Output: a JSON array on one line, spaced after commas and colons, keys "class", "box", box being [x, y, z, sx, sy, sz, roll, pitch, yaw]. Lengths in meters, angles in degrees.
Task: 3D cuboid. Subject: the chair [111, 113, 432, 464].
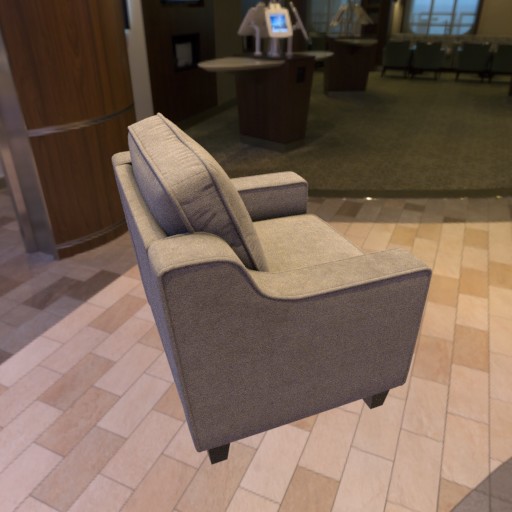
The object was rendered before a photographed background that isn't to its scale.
[{"class": "chair", "box": [0.000, 0.000, 1.607, 0.840, 0.944, 0.926, -11, 31, -19]}]
